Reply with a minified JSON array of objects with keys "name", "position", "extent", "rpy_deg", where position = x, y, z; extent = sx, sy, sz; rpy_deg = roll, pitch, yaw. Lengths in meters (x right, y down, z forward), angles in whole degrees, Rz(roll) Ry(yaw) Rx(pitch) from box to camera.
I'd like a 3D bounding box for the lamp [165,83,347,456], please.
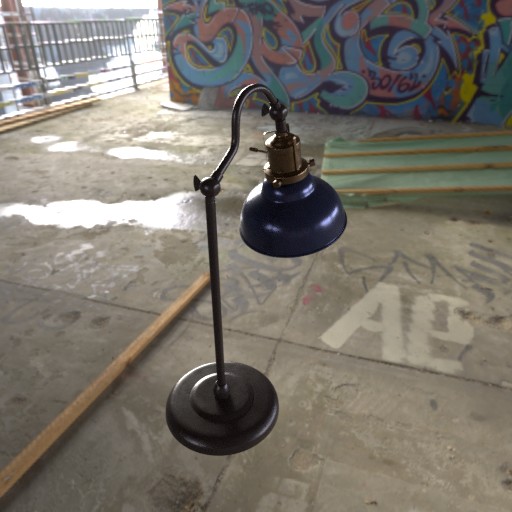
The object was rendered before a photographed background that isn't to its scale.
[{"name":"lamp","position":[0.000,0.000,0.694],"extent":[0.192,0.508,0.374],"rpy_deg":[21,36,33]}]
